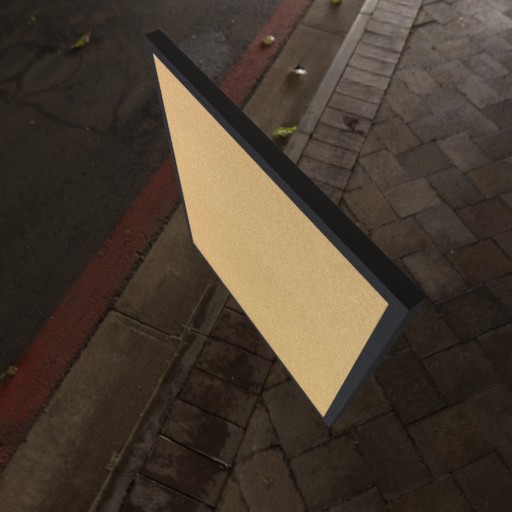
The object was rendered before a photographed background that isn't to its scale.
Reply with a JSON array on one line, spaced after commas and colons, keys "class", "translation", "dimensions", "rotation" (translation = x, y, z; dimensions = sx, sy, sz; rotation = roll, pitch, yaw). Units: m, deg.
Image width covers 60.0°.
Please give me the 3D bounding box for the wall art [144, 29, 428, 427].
[{"class": "wall art", "translation": [0.000, 0.000, 1.079], "dimensions": [0.037, 0.760, 0.762], "rotation": [-30, 63, -18]}]
